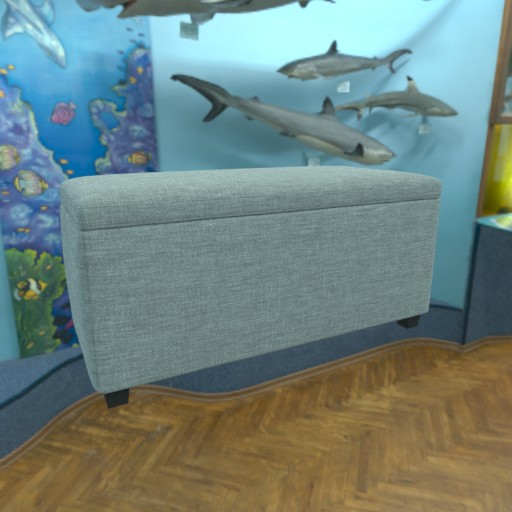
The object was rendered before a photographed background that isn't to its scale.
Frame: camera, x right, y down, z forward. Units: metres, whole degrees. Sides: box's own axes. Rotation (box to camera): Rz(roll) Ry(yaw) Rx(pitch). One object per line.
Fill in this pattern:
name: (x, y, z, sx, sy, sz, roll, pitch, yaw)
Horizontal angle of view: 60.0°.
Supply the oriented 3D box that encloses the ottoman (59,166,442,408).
ottoman: (0.000, 0.000, 1.155, 0.902, 0.432, 0.419, -8, 17, -26)
